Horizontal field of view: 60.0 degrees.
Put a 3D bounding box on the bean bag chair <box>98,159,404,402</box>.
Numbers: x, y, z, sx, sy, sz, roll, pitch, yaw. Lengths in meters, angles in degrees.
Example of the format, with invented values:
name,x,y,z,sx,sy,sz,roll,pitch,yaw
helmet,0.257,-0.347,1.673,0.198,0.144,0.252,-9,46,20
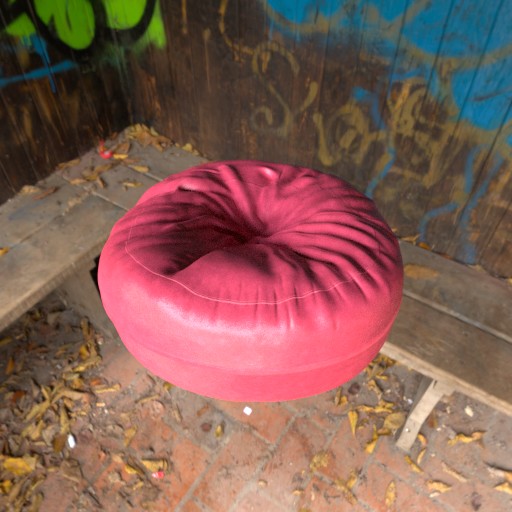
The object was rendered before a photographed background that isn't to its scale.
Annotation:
name,x,y,z,sx,sy,sz,roll,pitch,yaw
bean bag chair,0.000,0.000,2.451,1.524,0.878,1.524,4,47,4
